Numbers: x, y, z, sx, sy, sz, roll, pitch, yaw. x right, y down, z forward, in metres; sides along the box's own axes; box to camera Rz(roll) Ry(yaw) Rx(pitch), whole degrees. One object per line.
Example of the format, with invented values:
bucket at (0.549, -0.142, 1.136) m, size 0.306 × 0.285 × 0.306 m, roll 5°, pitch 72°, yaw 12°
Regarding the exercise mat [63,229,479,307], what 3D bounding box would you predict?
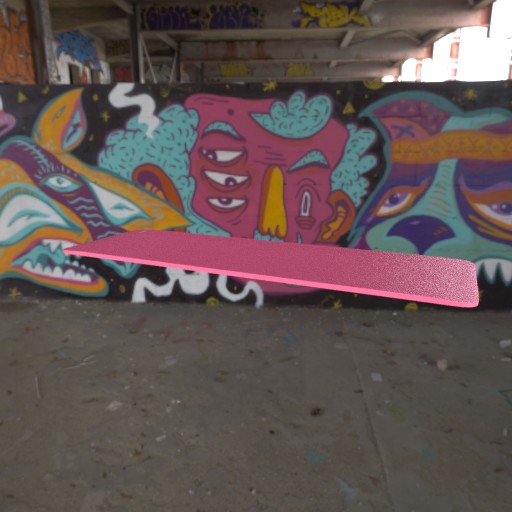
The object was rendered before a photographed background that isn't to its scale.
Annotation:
exercise mat at (0.000, 0.000, 2.096) m, size 1.884 × 0.021 × 0.616 m, roll 6°, pitch 16°, yaw 24°
